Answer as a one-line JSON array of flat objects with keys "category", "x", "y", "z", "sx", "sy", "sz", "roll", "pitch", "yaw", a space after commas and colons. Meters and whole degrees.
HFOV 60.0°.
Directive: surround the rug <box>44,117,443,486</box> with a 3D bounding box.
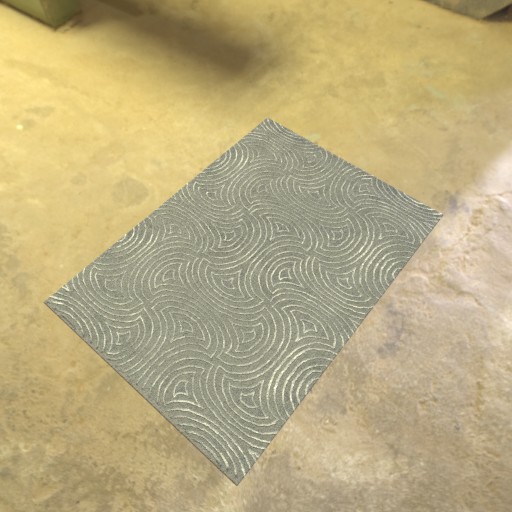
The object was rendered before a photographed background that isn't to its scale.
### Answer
[{"category": "rug", "x": 0.000, "y": 0.000, "z": 2.844, "sx": 1.543, "sy": 0.015, "sz": 2.144, "roll": 35, "pitch": 64, "yaw": 20}]
